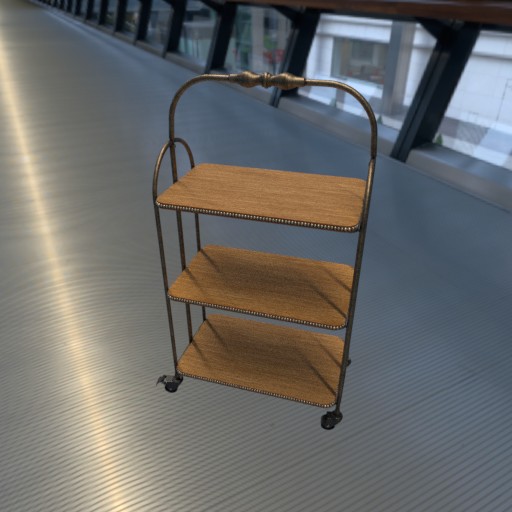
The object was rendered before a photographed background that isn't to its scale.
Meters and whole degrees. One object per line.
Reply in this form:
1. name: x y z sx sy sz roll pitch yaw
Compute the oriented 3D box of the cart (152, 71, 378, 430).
1. cart: 0.000 0.000 1.354 0.650 1.052 0.330 9 32 14
